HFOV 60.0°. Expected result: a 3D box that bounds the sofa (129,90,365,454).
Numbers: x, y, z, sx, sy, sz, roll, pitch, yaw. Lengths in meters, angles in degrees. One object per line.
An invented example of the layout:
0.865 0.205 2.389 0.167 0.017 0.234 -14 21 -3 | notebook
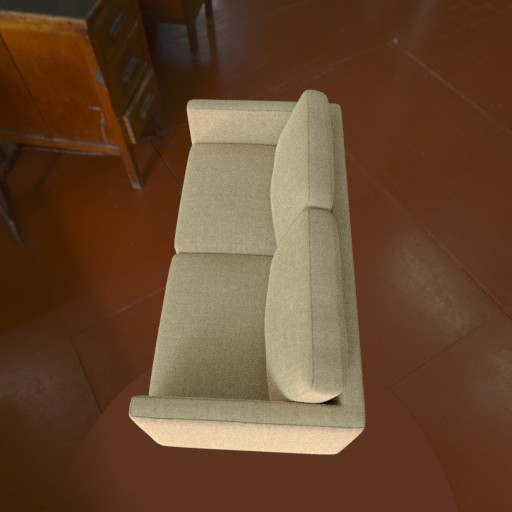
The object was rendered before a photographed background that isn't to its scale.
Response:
0.000 0.000 2.416 0.950 0.963 1.884 2 58 1 | sofa
